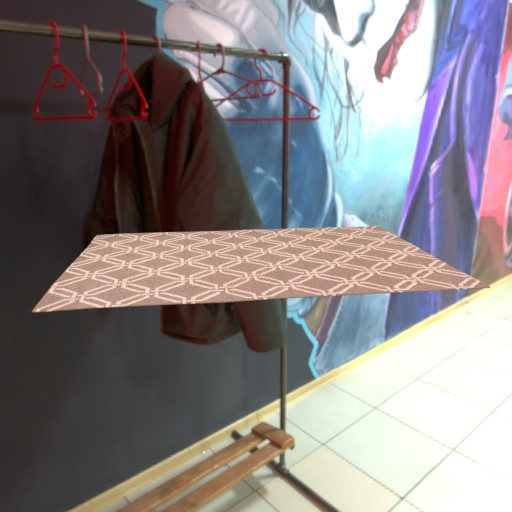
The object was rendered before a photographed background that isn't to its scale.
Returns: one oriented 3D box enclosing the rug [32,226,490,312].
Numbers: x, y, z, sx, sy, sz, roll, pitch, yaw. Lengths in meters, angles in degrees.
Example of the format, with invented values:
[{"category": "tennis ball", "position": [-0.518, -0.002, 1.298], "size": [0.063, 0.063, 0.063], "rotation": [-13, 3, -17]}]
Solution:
[{"category": "rug", "position": [0.000, 0.000, 2.190], "size": [1.748, 0.010, 1.142], "rotation": [-2, 17, -8]}]
